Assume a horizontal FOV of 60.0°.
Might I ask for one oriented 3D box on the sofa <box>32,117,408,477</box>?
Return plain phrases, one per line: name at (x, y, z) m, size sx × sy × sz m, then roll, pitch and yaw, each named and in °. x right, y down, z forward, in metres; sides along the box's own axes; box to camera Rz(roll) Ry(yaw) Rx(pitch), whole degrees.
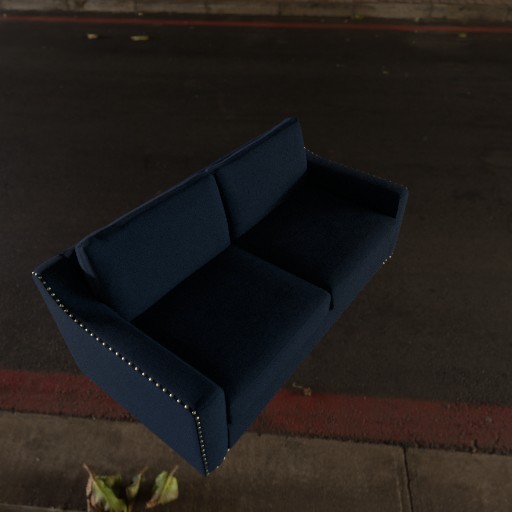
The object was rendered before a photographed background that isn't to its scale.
sofa at (0.000, 0.000, 2.703) m, size 1.104 × 0.983 × 2.107 m, roll 27°, pitch 47°, yaw 27°
